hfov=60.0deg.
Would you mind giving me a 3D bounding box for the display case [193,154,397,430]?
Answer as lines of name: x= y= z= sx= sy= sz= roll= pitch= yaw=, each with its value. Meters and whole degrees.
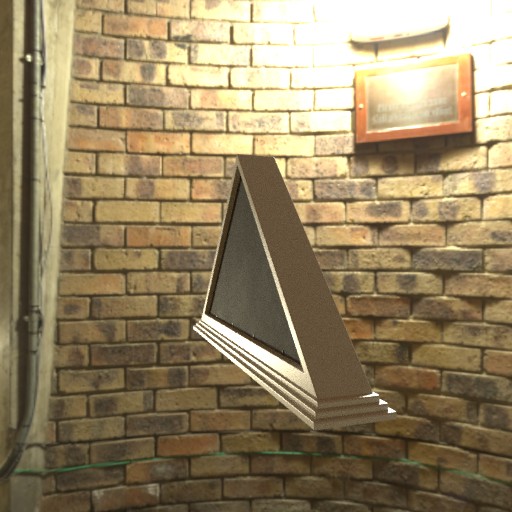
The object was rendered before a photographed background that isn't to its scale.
display case: x=0.000 y=0.000 z=0.749 sx=0.095 sy=0.340 sz=0.640 roll=0 pitch=0 yaw=-19
